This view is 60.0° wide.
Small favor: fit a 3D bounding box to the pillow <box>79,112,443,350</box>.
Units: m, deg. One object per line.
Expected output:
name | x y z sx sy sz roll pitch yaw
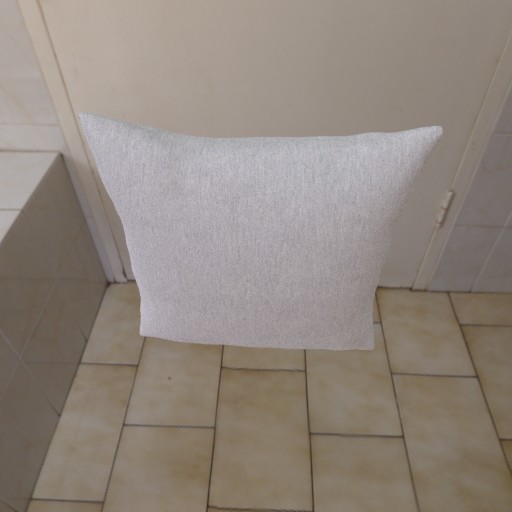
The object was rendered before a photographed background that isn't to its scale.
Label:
pillow | 0.000 0.000 0.671 0.433 0.436 0.173 3 45 3
